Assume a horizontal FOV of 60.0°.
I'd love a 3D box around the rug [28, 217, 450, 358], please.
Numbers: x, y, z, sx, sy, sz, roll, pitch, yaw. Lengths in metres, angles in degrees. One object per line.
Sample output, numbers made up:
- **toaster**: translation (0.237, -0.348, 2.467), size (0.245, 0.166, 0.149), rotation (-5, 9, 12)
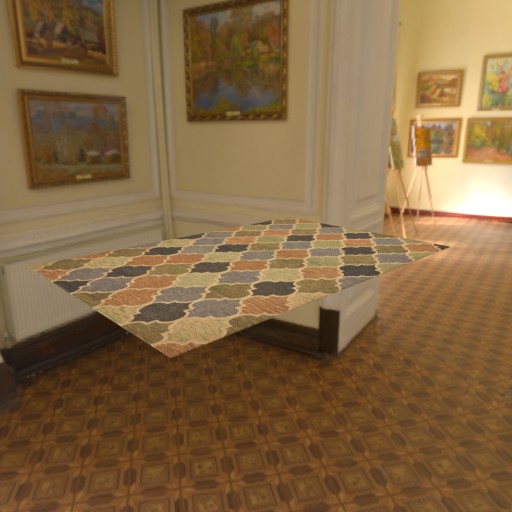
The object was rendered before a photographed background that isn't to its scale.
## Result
- **rug**: translation (0.000, 0.000, 2.860), size (2.284, 0.006, 1.521), rotation (-14, 21, -42)
